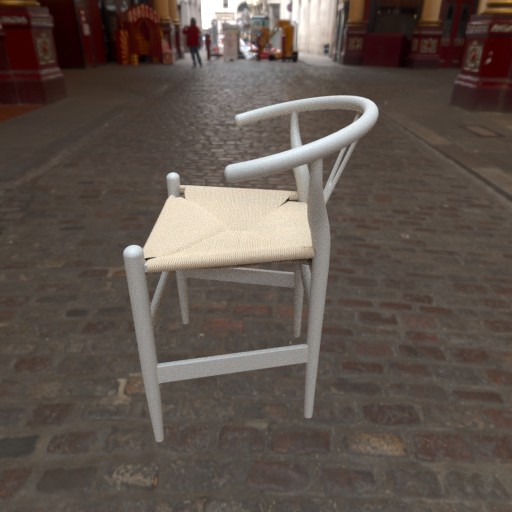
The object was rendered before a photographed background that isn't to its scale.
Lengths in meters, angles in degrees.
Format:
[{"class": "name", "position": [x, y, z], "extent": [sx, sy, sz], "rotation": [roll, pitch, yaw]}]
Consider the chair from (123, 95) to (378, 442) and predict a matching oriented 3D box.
[{"class": "chair", "position": [0.000, 0.000, 1.099], "extent": [0.500, 0.736, 0.533], "rotation": [0, 27, 0]}]
